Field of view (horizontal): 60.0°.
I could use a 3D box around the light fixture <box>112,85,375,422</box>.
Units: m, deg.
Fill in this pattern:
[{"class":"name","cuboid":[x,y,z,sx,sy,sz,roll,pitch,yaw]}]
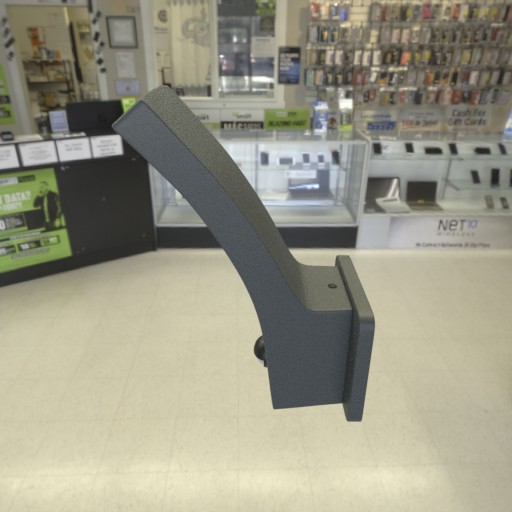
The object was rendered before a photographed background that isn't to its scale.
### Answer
[{"class":"light fixture","cuboid":[0.000,0.000,0.341,0.174,0.243,0.108,0,26,0]}]
